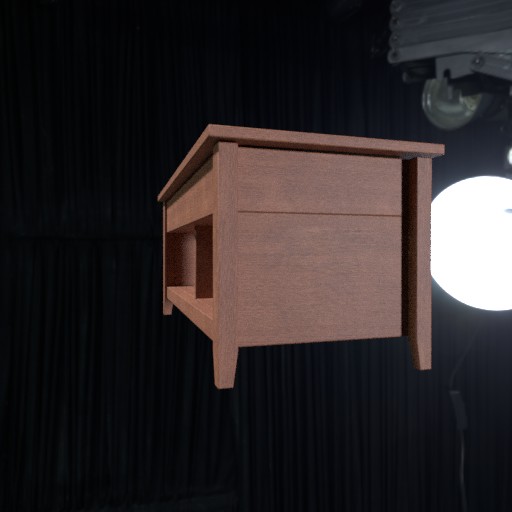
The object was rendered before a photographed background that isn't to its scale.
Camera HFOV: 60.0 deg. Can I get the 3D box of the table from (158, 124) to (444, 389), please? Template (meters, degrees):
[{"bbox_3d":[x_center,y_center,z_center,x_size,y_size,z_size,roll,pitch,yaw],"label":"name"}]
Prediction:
[{"bbox_3d":[0.000,0.000,1.310,0.483,0.457,1.016,0,1,-17],"label":"table"}]
